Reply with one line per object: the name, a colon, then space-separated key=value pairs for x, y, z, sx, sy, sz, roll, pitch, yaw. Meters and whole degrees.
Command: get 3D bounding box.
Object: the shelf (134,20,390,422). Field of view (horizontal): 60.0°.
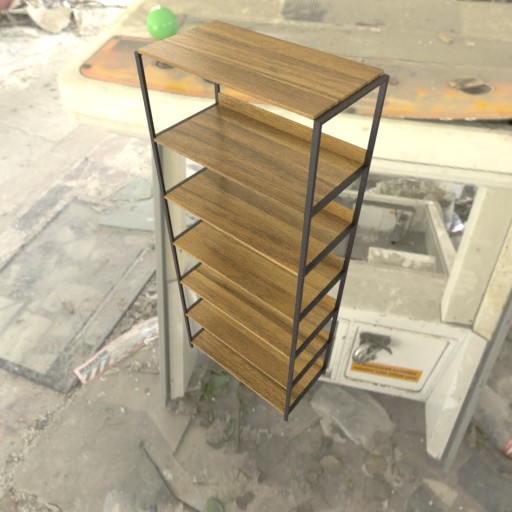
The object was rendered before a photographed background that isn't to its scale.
shelf: x=0.000 y=0.000 z=2.311 sx=0.847 sy=2.015 sz=0.431 roll=31 pitch=53 yaw=27
